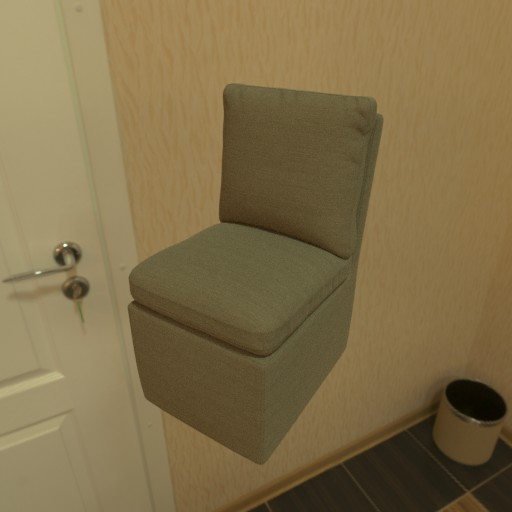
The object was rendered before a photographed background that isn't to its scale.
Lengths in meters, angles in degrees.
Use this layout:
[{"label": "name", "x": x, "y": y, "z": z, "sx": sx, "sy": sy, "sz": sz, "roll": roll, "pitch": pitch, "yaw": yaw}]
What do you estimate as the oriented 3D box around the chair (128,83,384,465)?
[{"label": "chair", "x": 0.000, "y": 0.000, "z": 1.374, "sx": 0.503, "sy": 0.927, "sz": 0.698, "roll": 18, "pitch": 34, "yaw": 28}]
